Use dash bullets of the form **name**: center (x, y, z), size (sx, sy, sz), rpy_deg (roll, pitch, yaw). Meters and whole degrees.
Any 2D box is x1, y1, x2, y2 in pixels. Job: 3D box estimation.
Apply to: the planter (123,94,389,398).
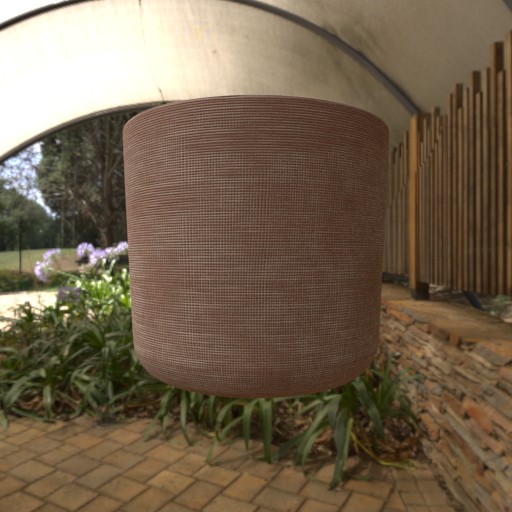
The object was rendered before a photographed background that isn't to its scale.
- **planter**: center (0.000, 0.000, 0.764), size (0.440, 0.398, 0.440), rpy_deg (0, 0, 0)
